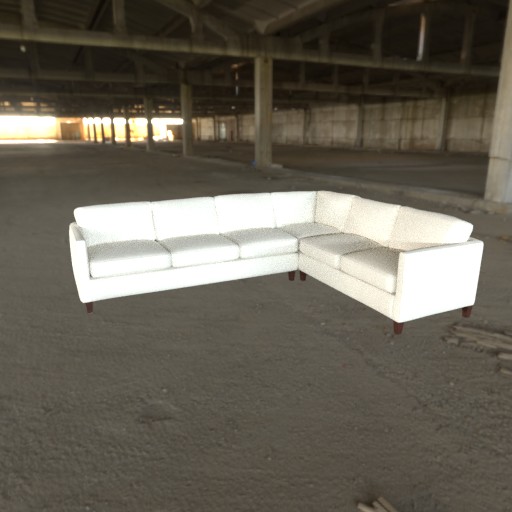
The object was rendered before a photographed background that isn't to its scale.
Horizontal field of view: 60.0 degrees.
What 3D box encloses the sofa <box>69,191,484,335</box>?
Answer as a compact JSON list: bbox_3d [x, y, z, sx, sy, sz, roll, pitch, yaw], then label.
[{"bbox_3d":[0.000,0.000,4.403,3.302,0.947,2.593,-7,17,-24],"label":"sofa"}]
